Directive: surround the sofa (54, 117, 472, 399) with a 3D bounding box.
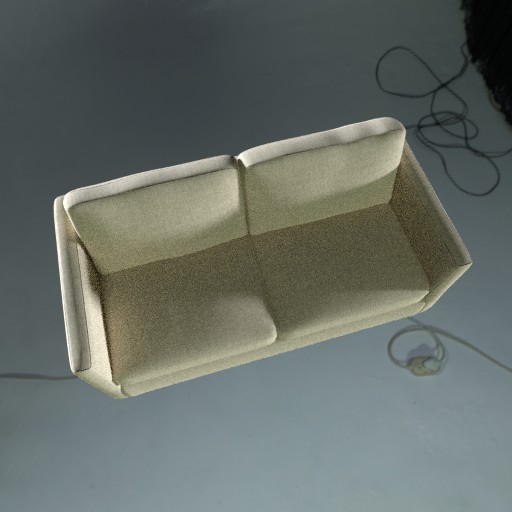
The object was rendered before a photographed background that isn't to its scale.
[{"bbox_3d":[0.000,0.000,2.382,1.884,0.963,0.950,-14,64,-7],"label":"sofa"}]
